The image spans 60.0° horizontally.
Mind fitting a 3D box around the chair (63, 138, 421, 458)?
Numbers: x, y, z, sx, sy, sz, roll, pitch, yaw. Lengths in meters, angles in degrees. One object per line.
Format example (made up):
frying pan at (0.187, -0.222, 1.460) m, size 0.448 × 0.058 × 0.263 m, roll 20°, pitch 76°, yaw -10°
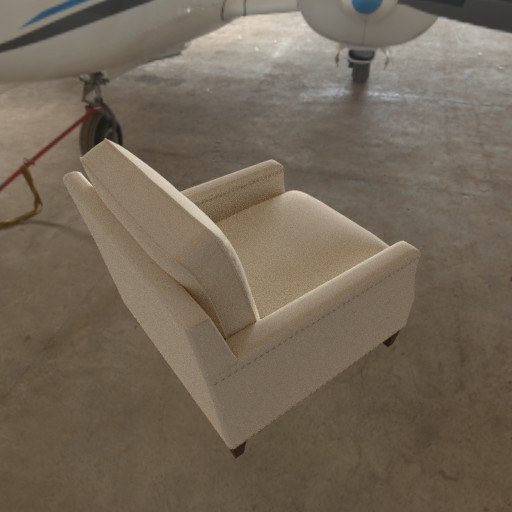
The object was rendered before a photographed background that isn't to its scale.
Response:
chair at (0.000, 0.000, 1.685) m, size 1.014 × 0.943 × 0.853 m, roll -26°, pitch 47°, yaw -27°
